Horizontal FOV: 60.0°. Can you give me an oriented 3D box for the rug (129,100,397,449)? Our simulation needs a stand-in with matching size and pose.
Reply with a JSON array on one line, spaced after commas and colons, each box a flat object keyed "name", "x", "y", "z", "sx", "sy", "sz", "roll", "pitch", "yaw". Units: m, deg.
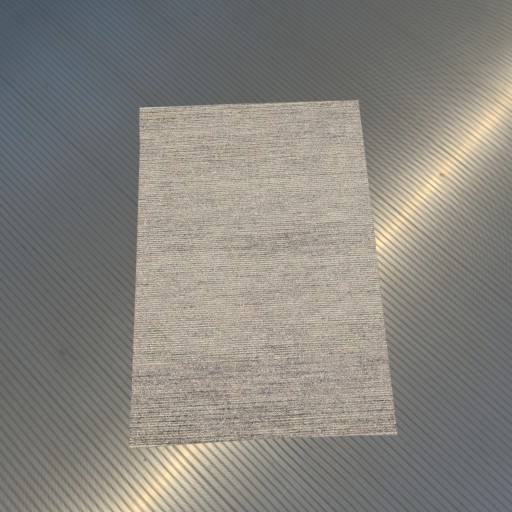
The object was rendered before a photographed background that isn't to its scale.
[{"name": "rug", "x": 0.000, "y": 0.000, "z": 2.934, "sx": 1.604, "sy": 0.030, "sz": 2.307, "roll": -2, "pitch": 75, "yaw": -1}]
